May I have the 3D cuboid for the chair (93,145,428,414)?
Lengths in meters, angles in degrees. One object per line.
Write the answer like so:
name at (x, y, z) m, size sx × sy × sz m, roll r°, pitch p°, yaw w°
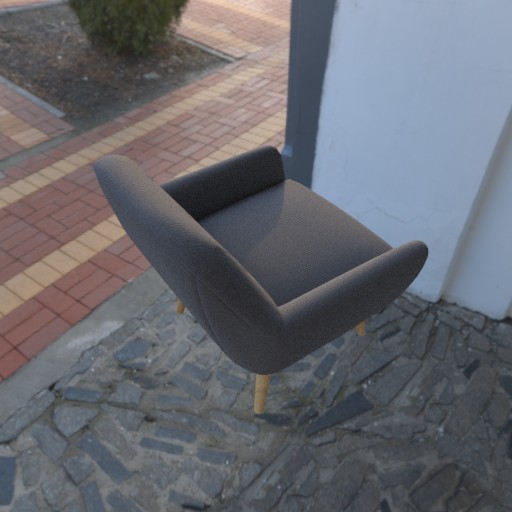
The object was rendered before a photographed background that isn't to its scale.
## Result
chair at (0.000, 0.000, 1.429) m, size 0.779 × 0.800 × 0.770 m, roll -26°, pitch 48°, yaw -26°
